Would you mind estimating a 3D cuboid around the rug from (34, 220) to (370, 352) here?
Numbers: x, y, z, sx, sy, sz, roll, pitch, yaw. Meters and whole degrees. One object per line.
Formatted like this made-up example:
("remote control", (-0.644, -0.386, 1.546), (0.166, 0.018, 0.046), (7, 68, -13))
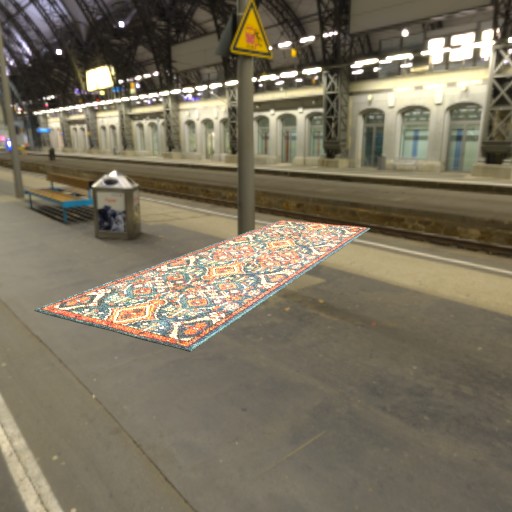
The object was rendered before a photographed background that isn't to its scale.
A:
("rug", (0.000, 0.000, 2.706), (0.801, 0.010, 2.459), (8, 16, 27))
